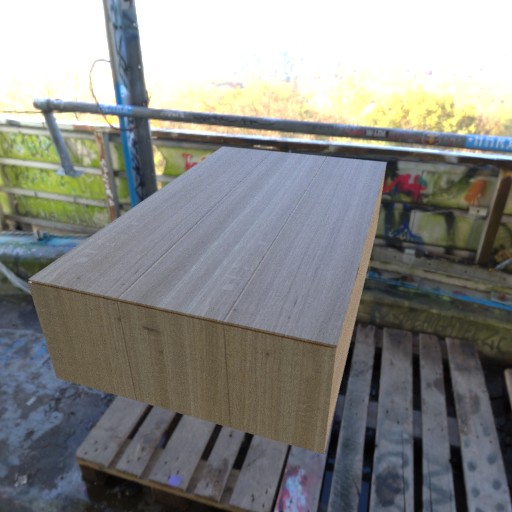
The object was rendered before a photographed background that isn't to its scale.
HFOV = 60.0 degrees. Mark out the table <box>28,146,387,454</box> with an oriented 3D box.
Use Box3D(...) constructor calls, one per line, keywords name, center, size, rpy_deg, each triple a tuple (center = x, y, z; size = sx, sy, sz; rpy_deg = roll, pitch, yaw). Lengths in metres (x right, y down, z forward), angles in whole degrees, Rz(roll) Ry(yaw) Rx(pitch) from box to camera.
Box3D(name="table", center=(0.000, 0.000, 1.416), size=(0.678, 0.353, 1.110), rpy_deg=(9, 31, 16))
